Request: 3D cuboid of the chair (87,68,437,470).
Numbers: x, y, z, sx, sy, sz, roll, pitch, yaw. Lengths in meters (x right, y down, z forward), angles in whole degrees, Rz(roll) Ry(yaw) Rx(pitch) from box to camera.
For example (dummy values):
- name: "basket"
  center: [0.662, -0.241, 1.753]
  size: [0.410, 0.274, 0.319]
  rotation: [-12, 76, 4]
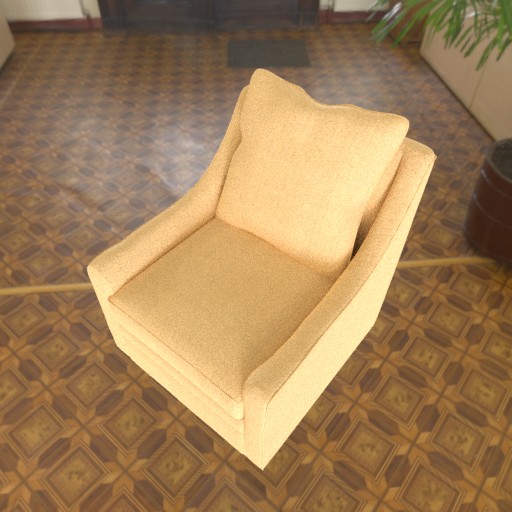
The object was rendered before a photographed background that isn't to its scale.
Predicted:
- name: "chair"
  center: [0.000, 0.000, 1.536]
  size: [0.760, 0.927, 0.876]
  rotation: [30, 53, 26]
